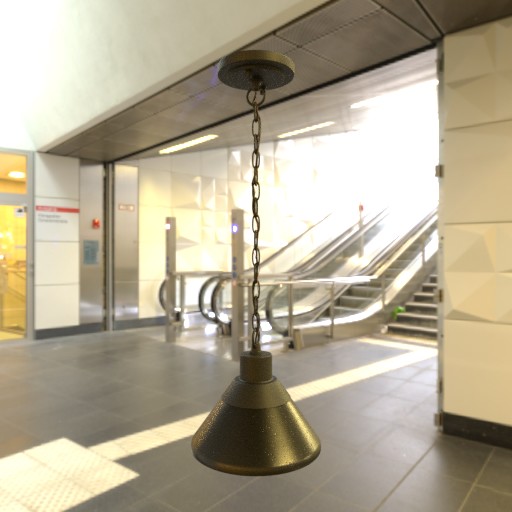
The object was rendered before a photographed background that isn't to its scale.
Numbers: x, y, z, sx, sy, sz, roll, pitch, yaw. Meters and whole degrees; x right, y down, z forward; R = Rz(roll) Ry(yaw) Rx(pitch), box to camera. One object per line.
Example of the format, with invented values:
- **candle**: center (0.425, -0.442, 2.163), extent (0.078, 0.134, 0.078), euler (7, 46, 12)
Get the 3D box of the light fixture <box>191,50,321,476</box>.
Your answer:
- **light fixture**: center (0.000, 0.000, 0.692), extent (0.201, 0.588, 0.201), euler (0, 0, 18)
